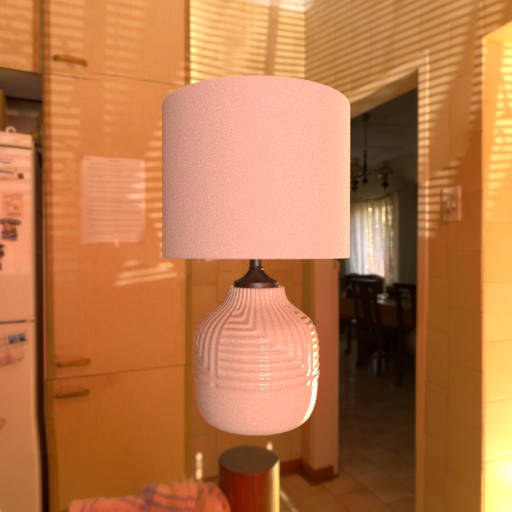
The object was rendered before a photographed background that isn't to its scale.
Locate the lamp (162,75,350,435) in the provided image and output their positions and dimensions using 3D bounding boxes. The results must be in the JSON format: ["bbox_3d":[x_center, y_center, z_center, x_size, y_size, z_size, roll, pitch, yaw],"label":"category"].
[{"bbox_3d":[0.000,0.000,0.768,0.318,0.567,0.318,0,1,0],"label":"lamp"}]
